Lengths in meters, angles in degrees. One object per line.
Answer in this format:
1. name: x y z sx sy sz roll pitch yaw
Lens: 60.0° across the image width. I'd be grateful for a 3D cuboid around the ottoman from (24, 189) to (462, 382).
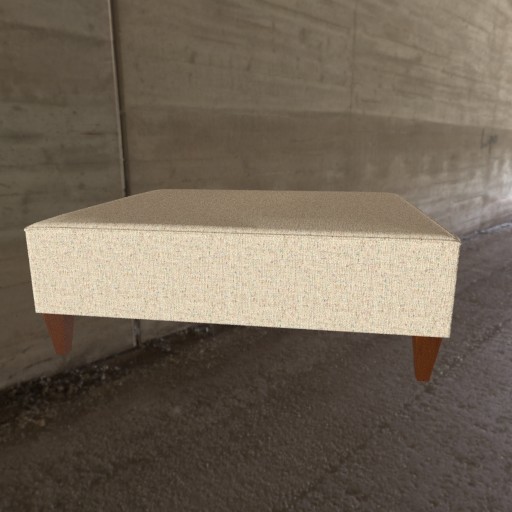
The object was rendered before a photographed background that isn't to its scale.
1. ottoman: 0.000 0.000 1.209 0.835 0.303 0.736 2 15 8
